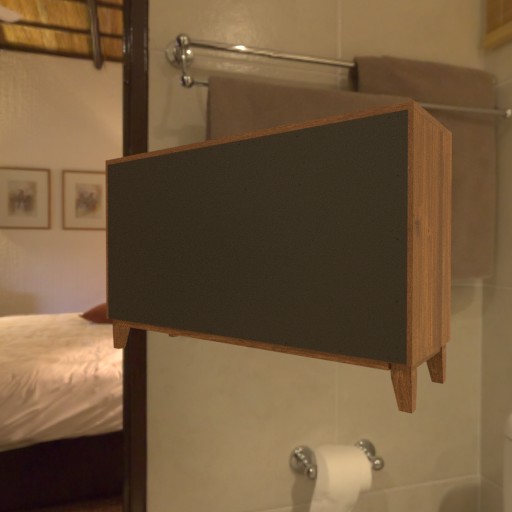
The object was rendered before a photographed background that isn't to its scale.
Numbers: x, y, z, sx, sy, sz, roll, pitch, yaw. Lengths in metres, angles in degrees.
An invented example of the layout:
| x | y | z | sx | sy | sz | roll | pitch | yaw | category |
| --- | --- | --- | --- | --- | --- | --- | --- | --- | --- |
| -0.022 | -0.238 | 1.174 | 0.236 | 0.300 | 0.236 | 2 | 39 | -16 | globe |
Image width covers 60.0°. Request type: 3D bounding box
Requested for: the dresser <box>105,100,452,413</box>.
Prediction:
| x | y | z | sx | sy | sz | roll | pitch | yaw | category |
| --- | --- | --- | --- | --- | --- | --- | --- | --- | --- |
| 0.000 | 0.000 | 1.811 | 1.400 | 0.873 | 0.446 | 1 | 1 | 37 | dresser |
